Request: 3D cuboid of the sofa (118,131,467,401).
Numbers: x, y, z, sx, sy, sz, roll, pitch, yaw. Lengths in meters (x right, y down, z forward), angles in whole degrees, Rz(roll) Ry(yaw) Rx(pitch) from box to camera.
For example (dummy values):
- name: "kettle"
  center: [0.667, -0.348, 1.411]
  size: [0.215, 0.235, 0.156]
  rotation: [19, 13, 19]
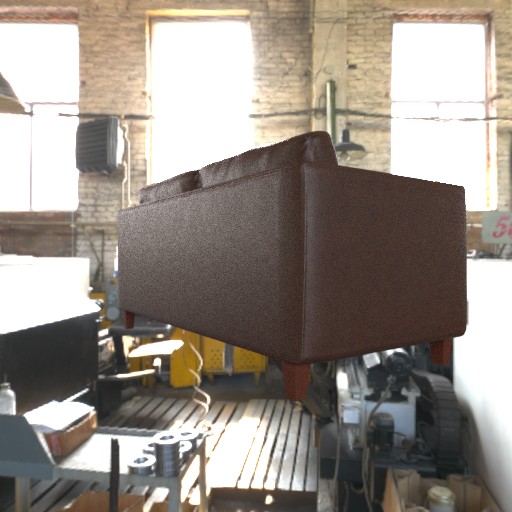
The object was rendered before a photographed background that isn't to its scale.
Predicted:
- name: "sofa"
  center: [0.000, 0.000, 2.384]
  size: [0.951, 0.933, 1.883]
  rotation: [0, 0, -35]
